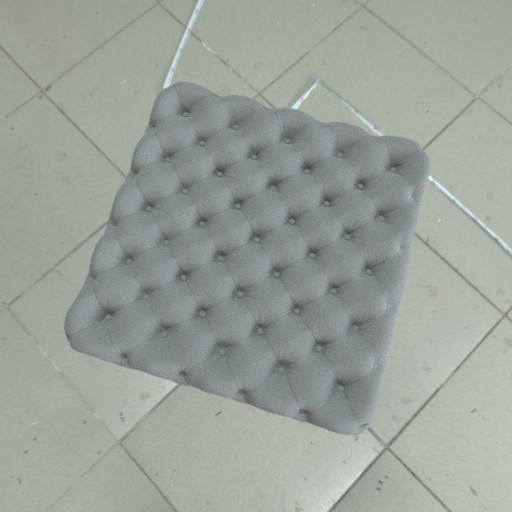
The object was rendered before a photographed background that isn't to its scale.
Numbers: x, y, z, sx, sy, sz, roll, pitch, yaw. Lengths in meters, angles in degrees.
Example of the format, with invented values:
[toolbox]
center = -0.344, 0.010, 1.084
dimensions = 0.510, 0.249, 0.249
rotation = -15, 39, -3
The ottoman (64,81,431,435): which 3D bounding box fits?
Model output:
[ottoman]
center = 0.000, 0.000, 1.467
dimensions = 0.911, 0.439, 0.917
rotation = 16, 76, 4
